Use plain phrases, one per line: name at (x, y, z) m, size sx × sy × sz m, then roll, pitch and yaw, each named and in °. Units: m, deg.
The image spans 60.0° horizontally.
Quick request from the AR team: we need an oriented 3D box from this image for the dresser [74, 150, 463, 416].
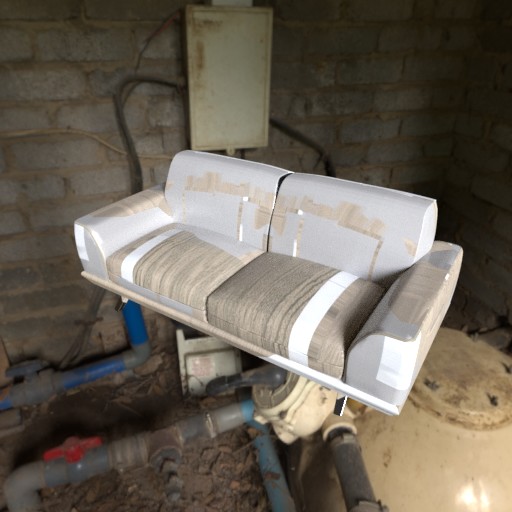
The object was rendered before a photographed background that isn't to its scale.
dresser at (0.000, 0.000, 5.845) m, size 4.679 × 1.863 × 2.251 m, roll 18°, pitch 34°, yaw 28°
